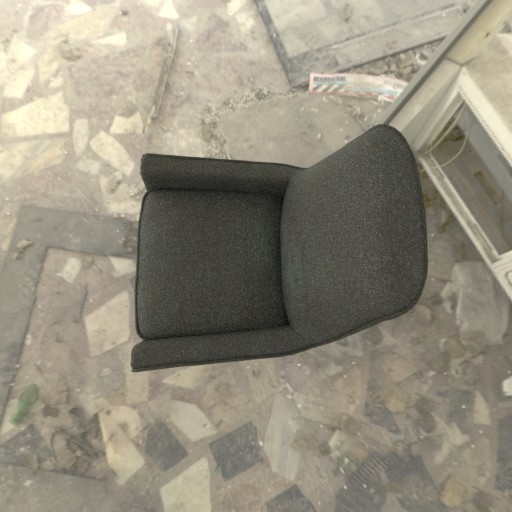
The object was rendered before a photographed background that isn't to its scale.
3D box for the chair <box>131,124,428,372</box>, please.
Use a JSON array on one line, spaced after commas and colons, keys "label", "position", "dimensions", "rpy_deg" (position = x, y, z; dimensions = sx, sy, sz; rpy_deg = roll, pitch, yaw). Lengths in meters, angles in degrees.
[{"label": "chair", "position": [0.000, 0.000, 1.526], "dimensions": [0.859, 0.883, 0.763], "rpy_deg": [-1, 76, 0]}]
